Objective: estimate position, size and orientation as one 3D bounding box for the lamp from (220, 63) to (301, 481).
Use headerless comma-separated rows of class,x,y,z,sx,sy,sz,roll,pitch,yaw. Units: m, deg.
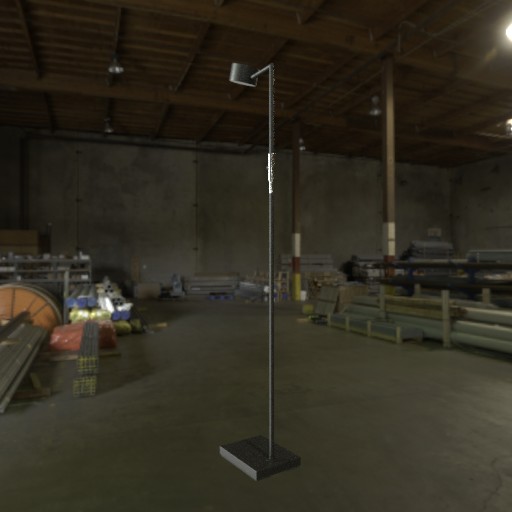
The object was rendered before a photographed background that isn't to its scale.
lamp,0.000,0.000,1.752,0.203,1.600,0.304,0,-1,-34
